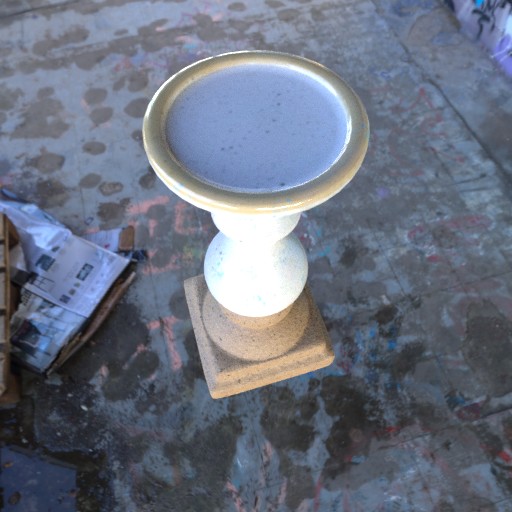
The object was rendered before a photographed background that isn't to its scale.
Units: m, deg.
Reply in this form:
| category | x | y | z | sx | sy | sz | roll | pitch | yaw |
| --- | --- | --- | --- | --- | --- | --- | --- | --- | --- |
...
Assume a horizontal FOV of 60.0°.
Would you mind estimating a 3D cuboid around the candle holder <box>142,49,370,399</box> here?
| category | x | y | z | sx | sy | sz | roll | pitch | yaw |
| --- | --- | --- | --- | --- | --- | --- | --- | --- | --- |
| candle holder | 0.000 | 0.000 | 0.299 | 0.110 | 0.239 | 0.110 | -14 | 60 | -9 |
